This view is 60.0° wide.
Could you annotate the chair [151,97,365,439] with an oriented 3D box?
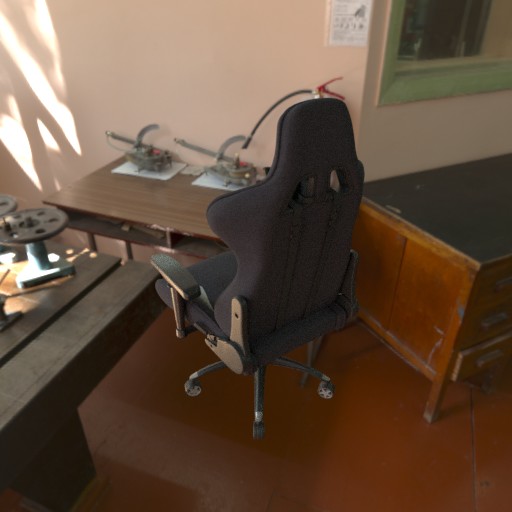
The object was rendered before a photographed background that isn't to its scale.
[{"bbox_3d":[0.000,0.000,1.753,0.730,1.300,0.695,-20,37,-29],"label":"chair"}]
